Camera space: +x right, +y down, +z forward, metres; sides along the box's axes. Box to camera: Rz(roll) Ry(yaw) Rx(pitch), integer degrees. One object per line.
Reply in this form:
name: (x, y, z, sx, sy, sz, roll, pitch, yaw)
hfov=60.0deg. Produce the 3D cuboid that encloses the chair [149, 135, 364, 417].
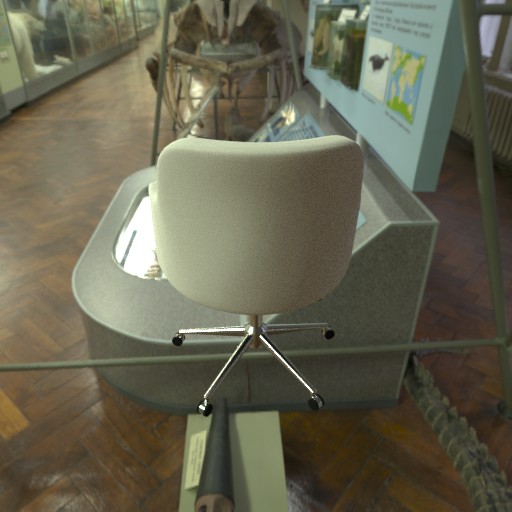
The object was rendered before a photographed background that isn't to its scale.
chair: (0.000, 0.000, 1.270, 0.602, 0.819, 0.647, -2, 30, -3)
